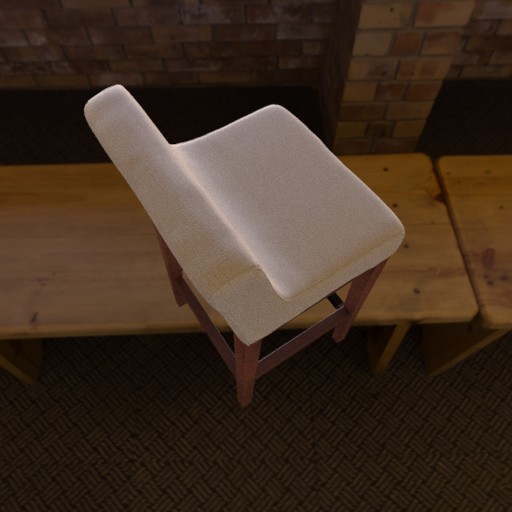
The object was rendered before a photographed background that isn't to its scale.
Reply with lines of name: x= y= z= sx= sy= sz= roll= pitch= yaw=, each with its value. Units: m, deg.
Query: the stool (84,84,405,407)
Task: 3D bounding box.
stool: x=0.000 y=0.000 z=1.206 sx=0.500 sy=0.937 sz=0.511 roll=-30 pitch=64 yaw=-16
